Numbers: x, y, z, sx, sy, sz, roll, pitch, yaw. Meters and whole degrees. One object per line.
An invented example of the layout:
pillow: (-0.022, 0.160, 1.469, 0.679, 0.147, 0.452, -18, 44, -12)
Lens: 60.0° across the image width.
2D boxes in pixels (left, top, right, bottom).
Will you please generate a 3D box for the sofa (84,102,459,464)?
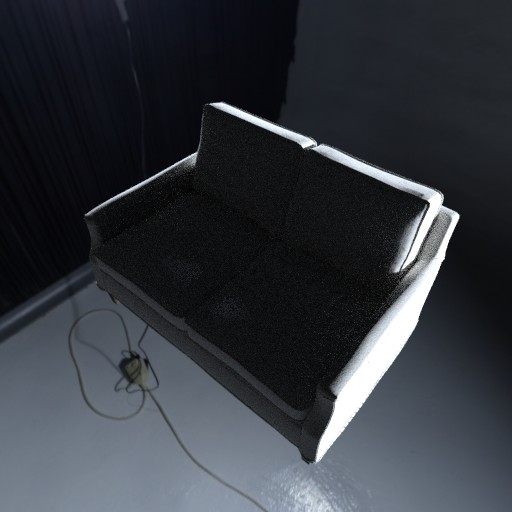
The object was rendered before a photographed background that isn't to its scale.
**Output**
sofa: (0.000, 0.000, 2.292, 1.597, 1.003, 1.084, 31, 53, 28)
